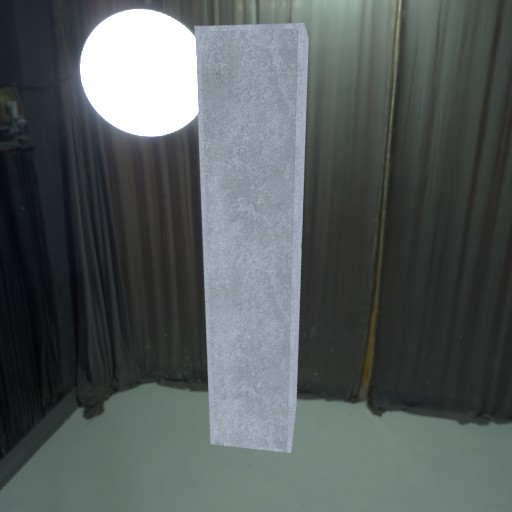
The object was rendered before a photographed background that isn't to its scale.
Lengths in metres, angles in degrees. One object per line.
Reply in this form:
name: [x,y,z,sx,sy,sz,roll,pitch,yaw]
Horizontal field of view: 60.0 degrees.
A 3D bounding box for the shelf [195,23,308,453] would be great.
shelf: [0.000,0.000,1.539,0.300,1.400,0.270,3,18,8]
